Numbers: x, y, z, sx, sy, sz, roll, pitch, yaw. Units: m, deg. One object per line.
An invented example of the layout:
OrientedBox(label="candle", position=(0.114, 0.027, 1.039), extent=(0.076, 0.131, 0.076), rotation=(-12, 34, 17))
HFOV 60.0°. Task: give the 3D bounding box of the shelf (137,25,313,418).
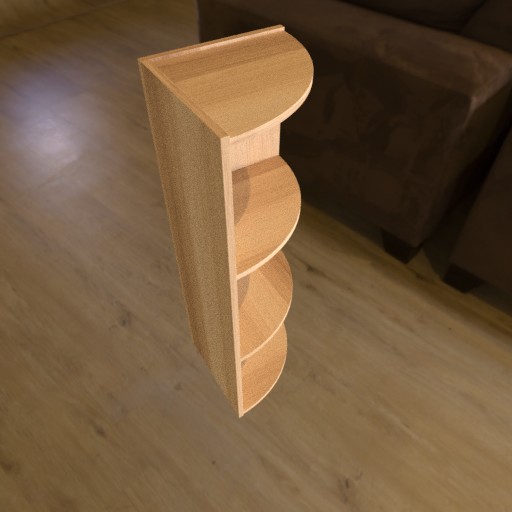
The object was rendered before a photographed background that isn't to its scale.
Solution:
OrientedBox(label="shelf", position=(0.000, 0.000, 1.032), extent=(0.290, 0.872, 0.290), rotation=(-24, 51, -21))
